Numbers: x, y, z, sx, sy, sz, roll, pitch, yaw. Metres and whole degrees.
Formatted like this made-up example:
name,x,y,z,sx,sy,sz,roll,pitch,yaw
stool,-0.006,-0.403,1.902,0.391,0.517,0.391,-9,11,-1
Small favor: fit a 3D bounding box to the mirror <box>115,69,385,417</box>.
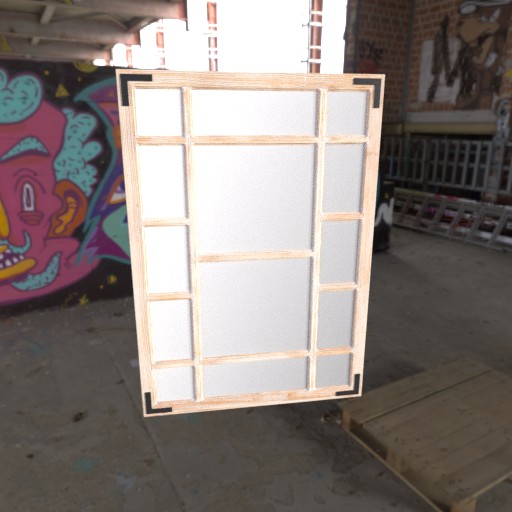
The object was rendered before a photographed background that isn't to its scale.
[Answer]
name,x,y,z,sx,sy,sz,roll,pitch,yaw
mirror,0.000,0.000,1.291,0.705,0.996,0.025,-3,16,-9
